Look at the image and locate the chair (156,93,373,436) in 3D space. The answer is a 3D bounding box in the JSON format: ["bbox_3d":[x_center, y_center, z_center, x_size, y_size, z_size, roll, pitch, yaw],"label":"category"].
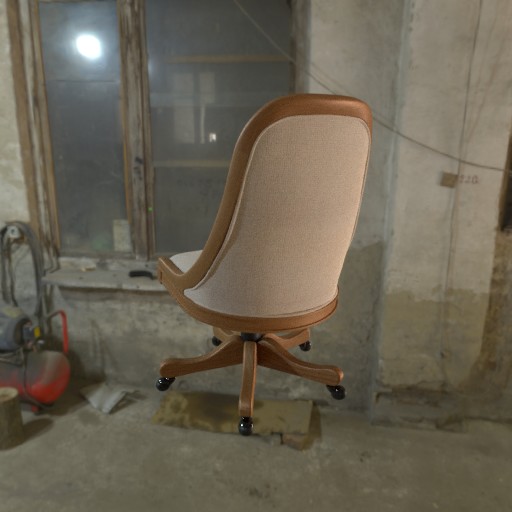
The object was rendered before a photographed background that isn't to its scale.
[{"bbox_3d":[0.000,0.000,1.567,0.702,1.009,0.811,-7,16,-26],"label":"chair"}]
